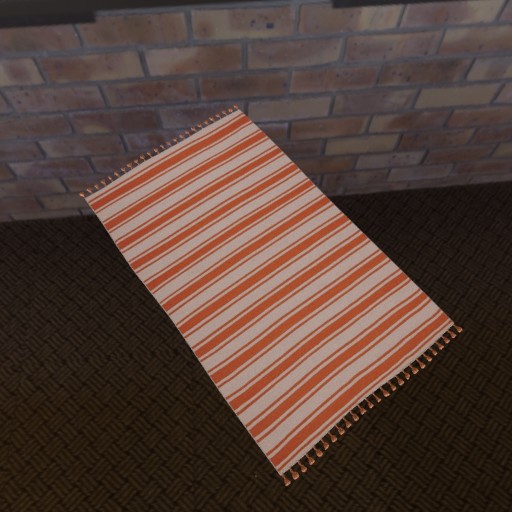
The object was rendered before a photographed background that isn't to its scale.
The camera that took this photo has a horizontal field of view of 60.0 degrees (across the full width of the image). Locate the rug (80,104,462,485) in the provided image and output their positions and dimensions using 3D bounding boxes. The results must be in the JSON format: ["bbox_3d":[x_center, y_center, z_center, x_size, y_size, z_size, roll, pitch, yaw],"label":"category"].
[{"bbox_3d":[0.000,0.000,2.595,1.232,0.017,2.092,-35,68,-16],"label":"rug"}]
